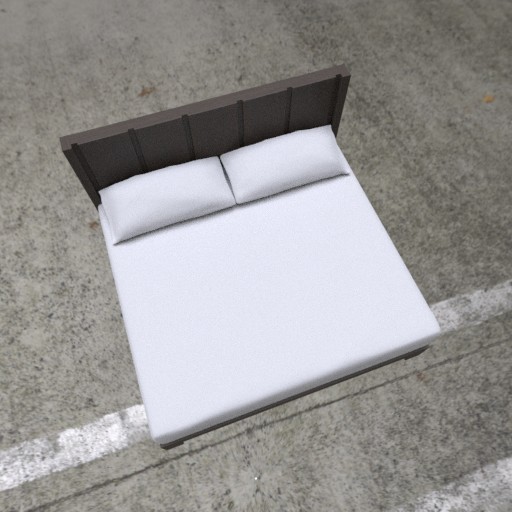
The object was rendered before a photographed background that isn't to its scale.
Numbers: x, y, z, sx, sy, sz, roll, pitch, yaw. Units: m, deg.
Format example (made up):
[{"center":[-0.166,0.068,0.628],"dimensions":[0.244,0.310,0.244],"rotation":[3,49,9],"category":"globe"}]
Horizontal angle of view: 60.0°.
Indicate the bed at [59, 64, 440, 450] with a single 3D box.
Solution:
[{"center":[0.000,0.000,3.328],"dimensions":[2.134,1.270,2.012],"rotation":[-18,65,-9],"category":"bed"}]
